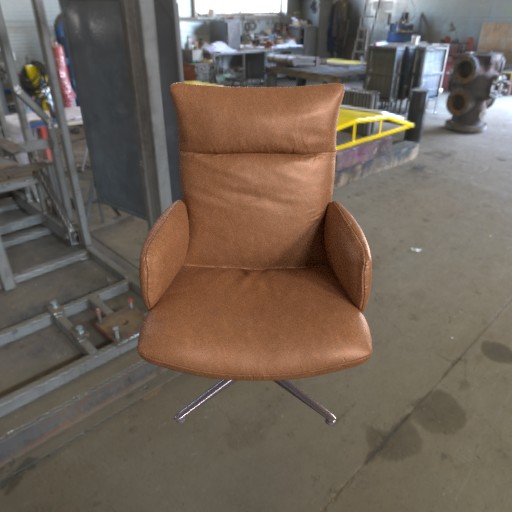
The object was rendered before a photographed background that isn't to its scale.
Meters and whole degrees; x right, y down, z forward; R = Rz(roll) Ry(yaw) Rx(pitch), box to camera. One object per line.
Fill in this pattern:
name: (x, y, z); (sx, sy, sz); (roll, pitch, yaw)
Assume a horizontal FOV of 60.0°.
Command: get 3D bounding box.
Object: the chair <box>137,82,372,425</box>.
chair: (0.000, 0.000, 1.518); (0.711, 1.027, 0.794); (0, 29, 1)
